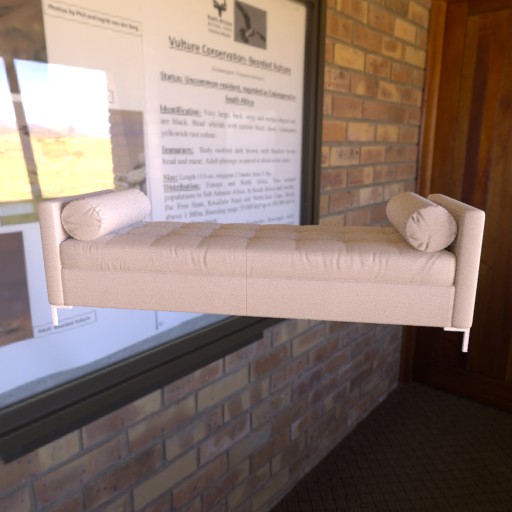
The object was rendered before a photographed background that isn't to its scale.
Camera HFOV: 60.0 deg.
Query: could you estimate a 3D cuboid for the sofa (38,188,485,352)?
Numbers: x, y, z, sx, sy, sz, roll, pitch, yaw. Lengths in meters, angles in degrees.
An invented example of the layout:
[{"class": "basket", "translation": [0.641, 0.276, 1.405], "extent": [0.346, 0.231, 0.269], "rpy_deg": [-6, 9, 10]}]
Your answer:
[{"class": "sofa", "translation": [0.000, 0.000, 2.323], "extent": [1.981, 0.635, 0.686], "rpy_deg": [2, 14, 9]}]
